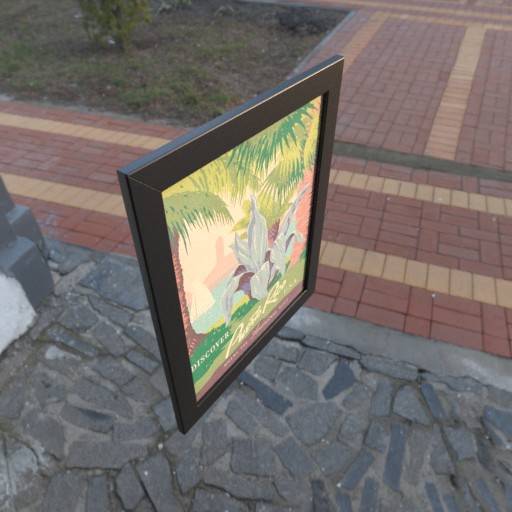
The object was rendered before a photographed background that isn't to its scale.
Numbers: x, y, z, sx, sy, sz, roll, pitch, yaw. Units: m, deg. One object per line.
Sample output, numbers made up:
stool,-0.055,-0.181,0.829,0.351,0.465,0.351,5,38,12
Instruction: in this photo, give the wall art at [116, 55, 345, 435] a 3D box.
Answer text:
wall art,0.000,0.000,0.812,0.018,0.582,0.481,27,48,27
